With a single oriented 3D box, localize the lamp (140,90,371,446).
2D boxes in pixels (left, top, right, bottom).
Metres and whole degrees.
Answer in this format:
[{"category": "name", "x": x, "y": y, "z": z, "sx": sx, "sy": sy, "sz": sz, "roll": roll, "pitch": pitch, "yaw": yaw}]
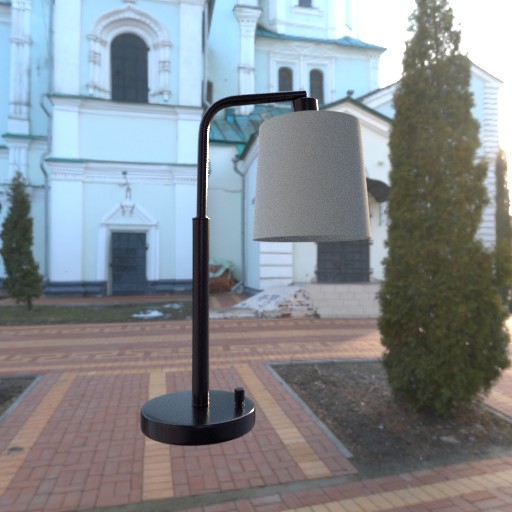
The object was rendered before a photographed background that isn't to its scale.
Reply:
[{"category": "lamp", "x": 0.000, "y": 0.000, "z": 0.650, "sx": 0.333, "sy": 0.489, "sz": 0.171, "roll": 0, "pitch": -1, "yaw": 0}]
